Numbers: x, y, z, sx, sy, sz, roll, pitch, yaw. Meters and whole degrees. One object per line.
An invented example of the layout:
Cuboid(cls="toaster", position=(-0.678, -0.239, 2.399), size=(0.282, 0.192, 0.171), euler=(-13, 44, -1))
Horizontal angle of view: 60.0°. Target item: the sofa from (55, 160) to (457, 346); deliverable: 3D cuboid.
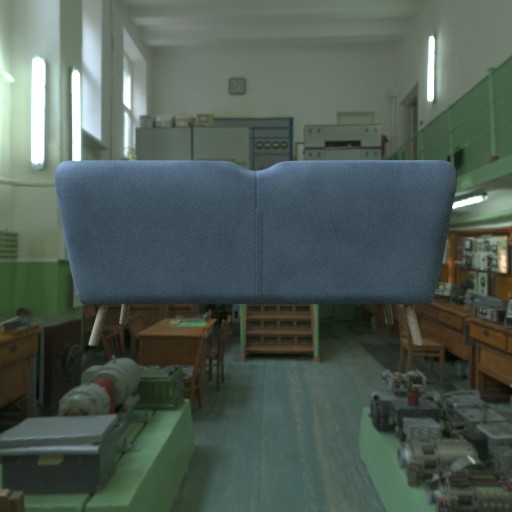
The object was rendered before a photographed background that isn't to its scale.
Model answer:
Cuboid(cls="sofa", position=(0.000, 0.000, 2.246), size=(1.870, 0.810, 0.850), euler=(0, 0, 0))
